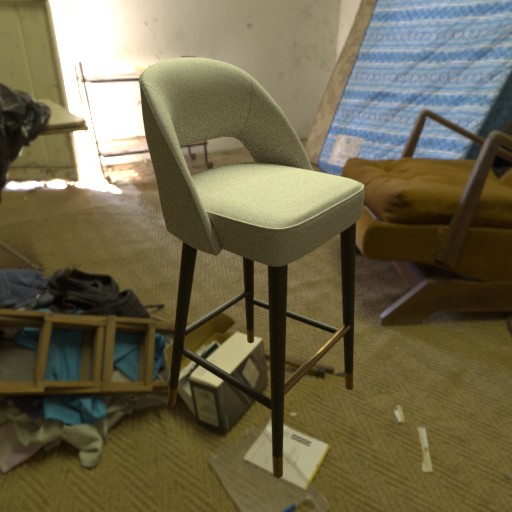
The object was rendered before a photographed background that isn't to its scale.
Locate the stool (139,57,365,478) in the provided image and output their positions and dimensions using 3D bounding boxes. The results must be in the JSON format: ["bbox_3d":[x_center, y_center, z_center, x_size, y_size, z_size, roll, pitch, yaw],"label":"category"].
[{"bbox_3d":[0.000,0.000,1.280,0.509,1.037,0.494,19,32,33],"label":"stool"}]
